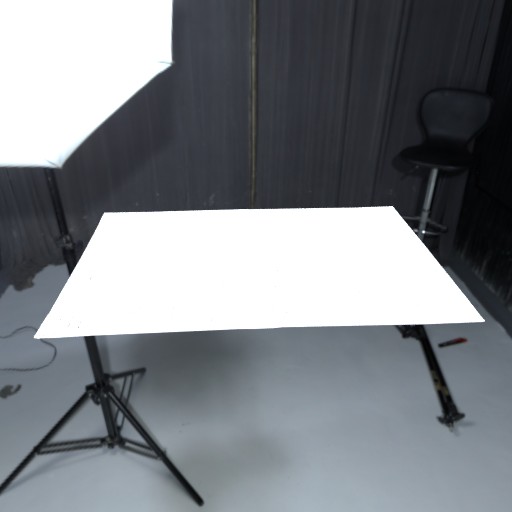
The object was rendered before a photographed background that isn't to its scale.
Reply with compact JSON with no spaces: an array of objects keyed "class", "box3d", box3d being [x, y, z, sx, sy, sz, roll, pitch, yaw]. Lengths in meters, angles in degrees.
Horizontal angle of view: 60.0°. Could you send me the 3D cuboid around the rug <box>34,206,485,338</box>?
[{"class":"rug","box3d":[0.000,0.000,2.219,1.773,0.021,1.149,-2,30,-3]}]
